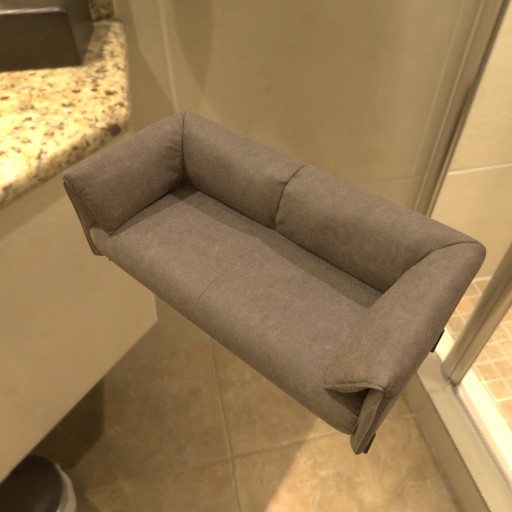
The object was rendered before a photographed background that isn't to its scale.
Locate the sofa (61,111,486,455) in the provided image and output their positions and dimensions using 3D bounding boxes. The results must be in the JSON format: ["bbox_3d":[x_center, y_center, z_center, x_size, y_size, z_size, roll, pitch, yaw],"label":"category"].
[{"bbox_3d":[0.000,0.000,2.274,1.878,0.747,0.905,31,53,27],"label":"sofa"}]
